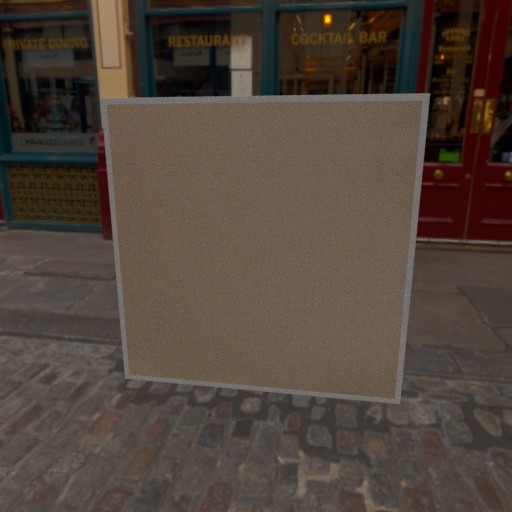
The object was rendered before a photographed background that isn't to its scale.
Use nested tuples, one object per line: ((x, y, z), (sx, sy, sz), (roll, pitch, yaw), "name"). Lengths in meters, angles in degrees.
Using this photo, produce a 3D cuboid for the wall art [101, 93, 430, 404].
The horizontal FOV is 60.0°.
((0.000, 0.000, 0.670), (0.456, 0.456, 0.007), (3, 15, 9), "wall art")
